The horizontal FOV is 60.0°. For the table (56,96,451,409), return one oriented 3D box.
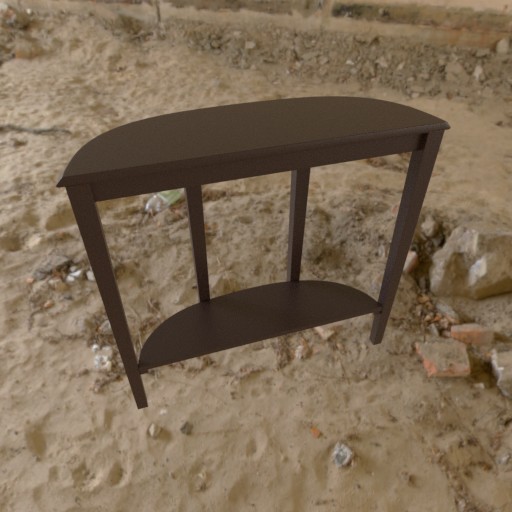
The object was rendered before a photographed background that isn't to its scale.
[{"bbox_3d":[0.000,0.000,1.327,0.909,0.831,0.274,-12,41,-14],"label":"table"}]
